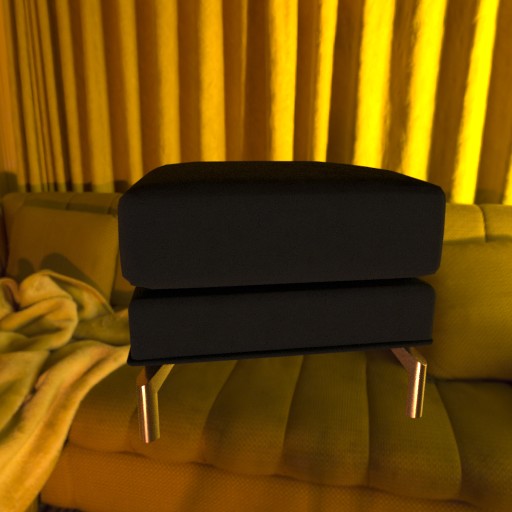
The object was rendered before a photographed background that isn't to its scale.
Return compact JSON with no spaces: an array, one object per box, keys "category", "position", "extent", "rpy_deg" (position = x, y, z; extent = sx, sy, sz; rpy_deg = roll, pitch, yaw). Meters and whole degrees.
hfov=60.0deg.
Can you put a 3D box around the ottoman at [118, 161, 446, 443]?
[{"category":"ottoman","position":[0.000,0.000,1.184],"extent":[0.587,0.498,0.835],"rpy_deg":[-2,14,-9]}]
